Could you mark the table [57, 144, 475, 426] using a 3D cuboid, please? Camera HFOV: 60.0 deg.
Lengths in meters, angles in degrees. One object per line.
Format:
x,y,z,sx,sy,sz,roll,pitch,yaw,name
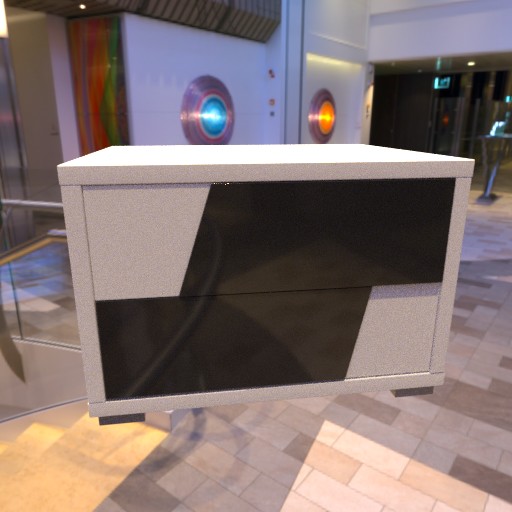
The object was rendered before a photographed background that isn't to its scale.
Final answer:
0.000,0.000,0.779,0.517,0.357,0.399,-3,17,-8,table
